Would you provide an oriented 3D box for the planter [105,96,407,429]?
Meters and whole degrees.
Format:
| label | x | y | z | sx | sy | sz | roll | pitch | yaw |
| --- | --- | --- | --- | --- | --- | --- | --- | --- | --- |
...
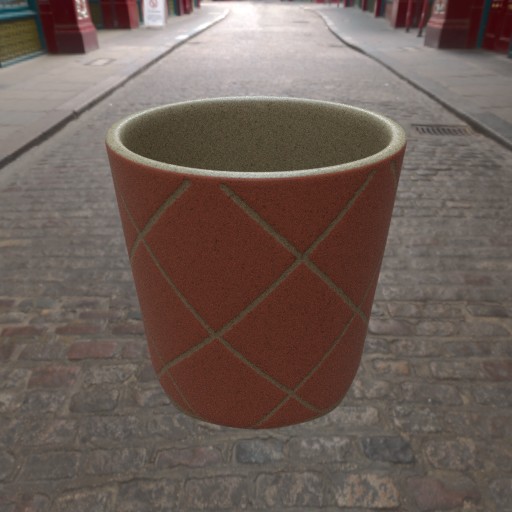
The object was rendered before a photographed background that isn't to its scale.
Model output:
| label | x | y | z | sx | sy | sz | roll | pitch | yaw |
| --- | --- | --- | --- | --- | --- | --- | --- | --- | --- |
| planter | 0.000 | 0.000 | 0.341 | 0.191 | 0.200 | 0.191 | 0 | 31 | 0 |
